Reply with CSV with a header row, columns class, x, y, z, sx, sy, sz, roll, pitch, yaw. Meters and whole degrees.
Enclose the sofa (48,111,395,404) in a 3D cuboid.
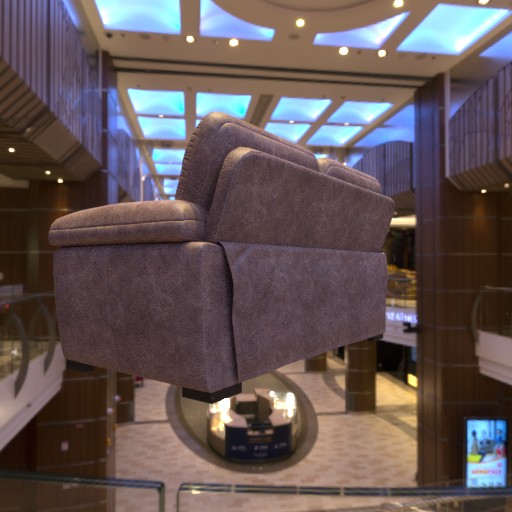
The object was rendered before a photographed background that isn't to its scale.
class,x,y,z,sx,sy,sz,roll,pitch,yaw
sofa,0.000,0.000,2.322,0.991,0.991,1.753,-1,-1,36
